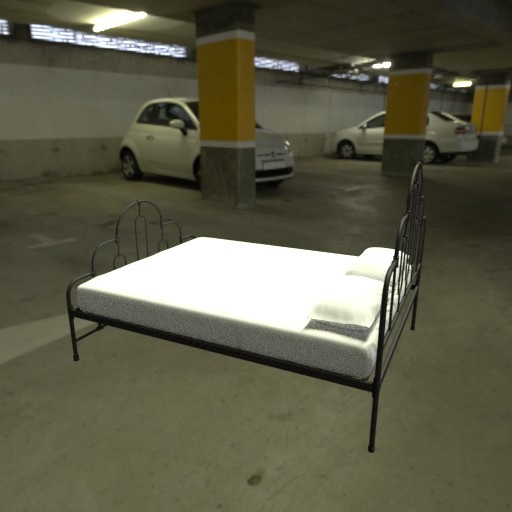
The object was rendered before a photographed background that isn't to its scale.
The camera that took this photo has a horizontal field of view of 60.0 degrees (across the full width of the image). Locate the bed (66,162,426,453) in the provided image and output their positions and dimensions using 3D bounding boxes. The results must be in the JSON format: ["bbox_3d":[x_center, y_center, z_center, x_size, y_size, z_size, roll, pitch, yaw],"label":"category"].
[{"bbox_3d":[0.000,0.000,3.257,2.163,1.429,1.640,8,18,25],"label":"bed"}]
